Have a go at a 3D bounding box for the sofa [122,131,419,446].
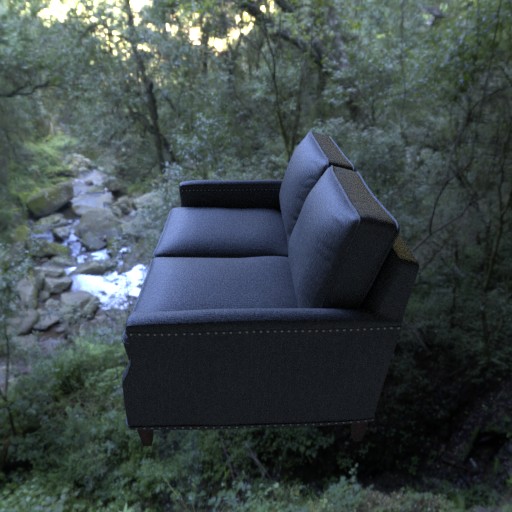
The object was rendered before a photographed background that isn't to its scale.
[{"bbox_3d":[0.000,0.000,2.291,1.084,1.003,1.597,-1,28,-1],"label":"sofa"}]
